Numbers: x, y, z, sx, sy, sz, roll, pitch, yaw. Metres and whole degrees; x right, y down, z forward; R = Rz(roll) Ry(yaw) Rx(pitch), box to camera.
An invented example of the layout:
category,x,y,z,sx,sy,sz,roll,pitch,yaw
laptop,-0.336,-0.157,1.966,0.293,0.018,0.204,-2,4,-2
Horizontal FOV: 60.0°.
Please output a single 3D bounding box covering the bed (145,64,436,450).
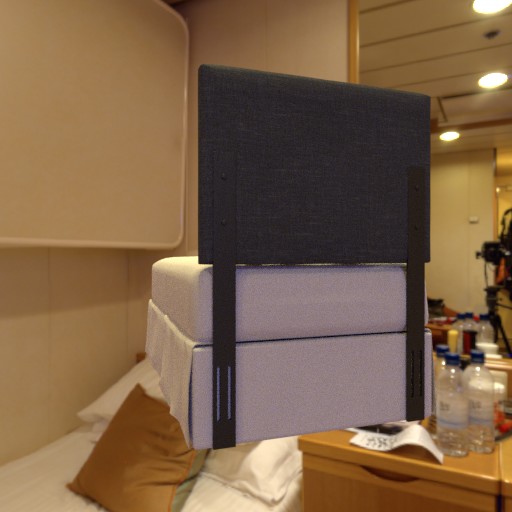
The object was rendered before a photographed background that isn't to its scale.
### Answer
category,x,y,z,sx,sy,sz,roll,pitch,yaw
bed,0.000,0.000,2.890,1.261,1.571,1.997,0,0,-19
